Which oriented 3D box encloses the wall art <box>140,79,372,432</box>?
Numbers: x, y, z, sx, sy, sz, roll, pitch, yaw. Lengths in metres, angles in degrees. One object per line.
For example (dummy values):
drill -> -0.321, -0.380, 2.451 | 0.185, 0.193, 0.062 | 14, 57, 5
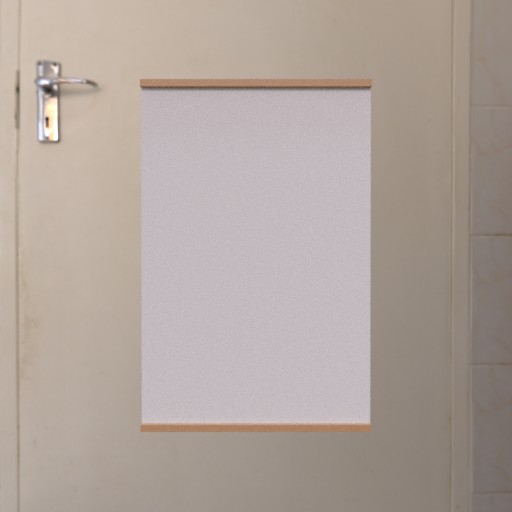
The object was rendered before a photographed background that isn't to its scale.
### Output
wall art -> 0.000, 0.000, 0.648 | 0.335, 0.510, 0.013 | 0, 0, 0
